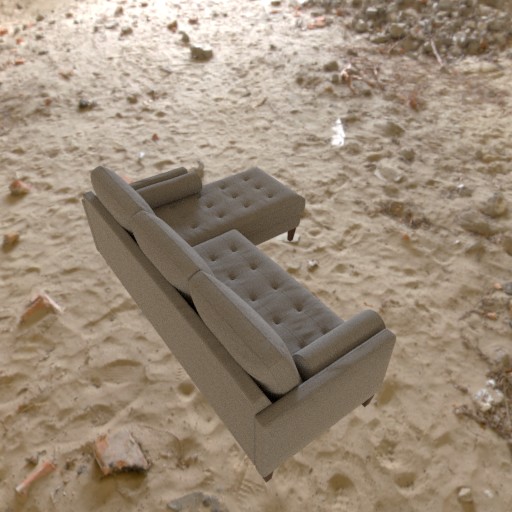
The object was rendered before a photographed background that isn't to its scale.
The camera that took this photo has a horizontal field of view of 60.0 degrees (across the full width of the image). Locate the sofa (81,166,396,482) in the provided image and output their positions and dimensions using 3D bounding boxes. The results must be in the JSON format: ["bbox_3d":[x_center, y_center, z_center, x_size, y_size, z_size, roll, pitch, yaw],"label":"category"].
[{"bbox_3d":[0.000,0.000,2.925,1.506,0.875,2.178,-25,46,-27],"label":"sofa"}]
